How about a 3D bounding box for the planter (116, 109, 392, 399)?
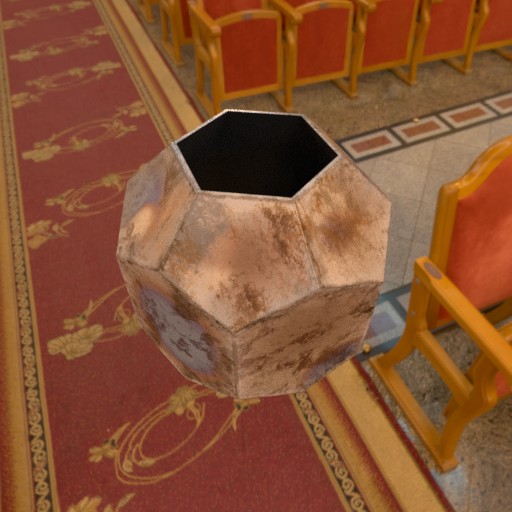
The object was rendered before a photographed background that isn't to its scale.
[{"bbox_3d":[0.000,0.000,0.424,0.243,0.238,0.221,-17,49,-15],"label":"planter"}]
